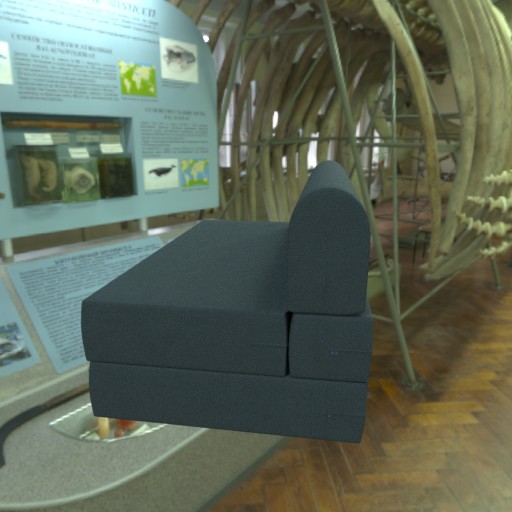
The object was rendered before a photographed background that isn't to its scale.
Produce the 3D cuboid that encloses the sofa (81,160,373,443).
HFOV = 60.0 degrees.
[{"bbox_3d":[0.000,0.000,1.686,0.762,0.660,1.219,2,15,9],"label":"sofa"}]
